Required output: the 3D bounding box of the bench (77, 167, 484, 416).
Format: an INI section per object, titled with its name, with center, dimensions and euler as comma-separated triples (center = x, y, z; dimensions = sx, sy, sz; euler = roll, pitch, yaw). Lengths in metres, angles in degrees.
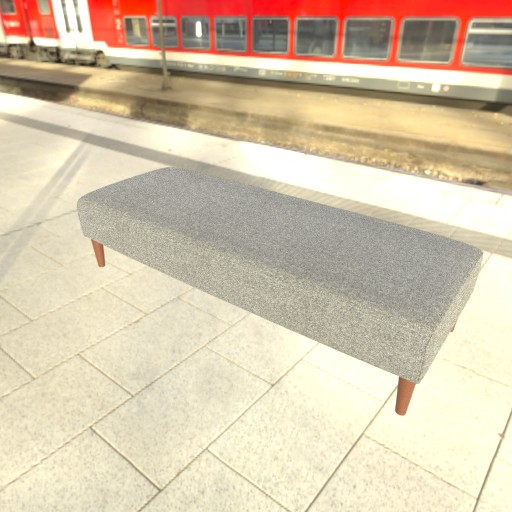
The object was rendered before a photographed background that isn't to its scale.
[bench]
center = 0.000, 0.000, 1.854
dimensions = 1.598, 0.384, 0.631
euler = 20, 35, 32
